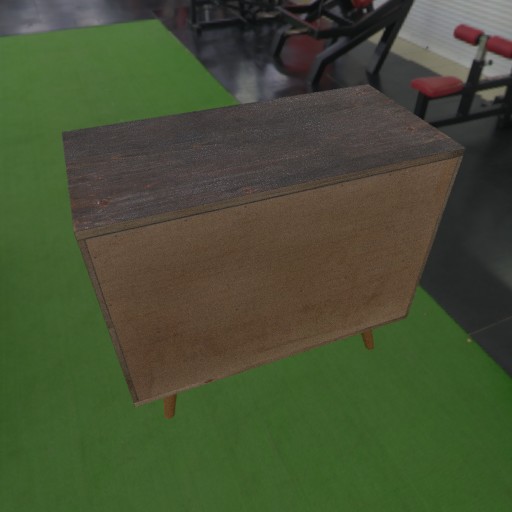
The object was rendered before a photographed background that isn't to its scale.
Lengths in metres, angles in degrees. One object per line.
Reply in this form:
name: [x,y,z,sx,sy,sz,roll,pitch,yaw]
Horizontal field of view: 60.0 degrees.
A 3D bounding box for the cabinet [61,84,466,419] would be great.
cabinet: [0.000,0.000,1.550,1.023,0.897,0.529,-14,44,-16]
